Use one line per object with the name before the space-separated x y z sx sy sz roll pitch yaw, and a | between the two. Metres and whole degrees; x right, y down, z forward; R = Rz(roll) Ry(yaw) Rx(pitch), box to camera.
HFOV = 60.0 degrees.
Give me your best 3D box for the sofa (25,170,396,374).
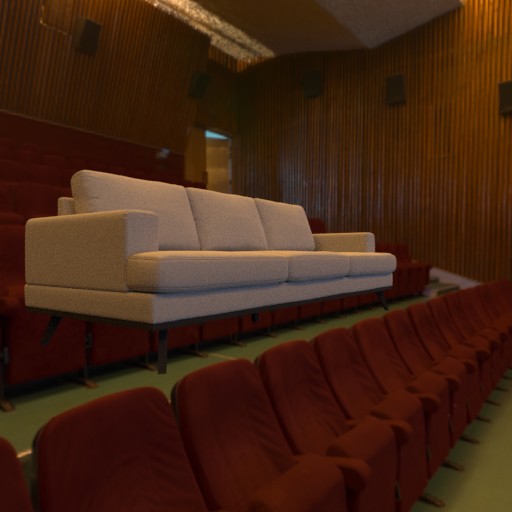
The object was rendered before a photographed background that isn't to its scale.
sofa | 0.000 0.000 2.659 0.920 0.810 2.310 0 0 37
